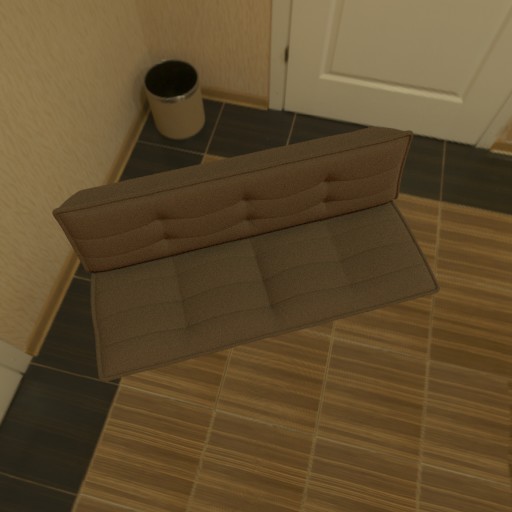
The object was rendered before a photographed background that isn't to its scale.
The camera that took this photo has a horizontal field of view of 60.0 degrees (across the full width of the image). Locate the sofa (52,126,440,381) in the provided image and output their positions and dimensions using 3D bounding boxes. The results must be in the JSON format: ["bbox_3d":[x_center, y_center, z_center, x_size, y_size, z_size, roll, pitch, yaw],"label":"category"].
[{"bbox_3d":[0.000,0.000,2.566,1.940,0.890,0.950,-14,65,-7],"label":"sofa"}]
